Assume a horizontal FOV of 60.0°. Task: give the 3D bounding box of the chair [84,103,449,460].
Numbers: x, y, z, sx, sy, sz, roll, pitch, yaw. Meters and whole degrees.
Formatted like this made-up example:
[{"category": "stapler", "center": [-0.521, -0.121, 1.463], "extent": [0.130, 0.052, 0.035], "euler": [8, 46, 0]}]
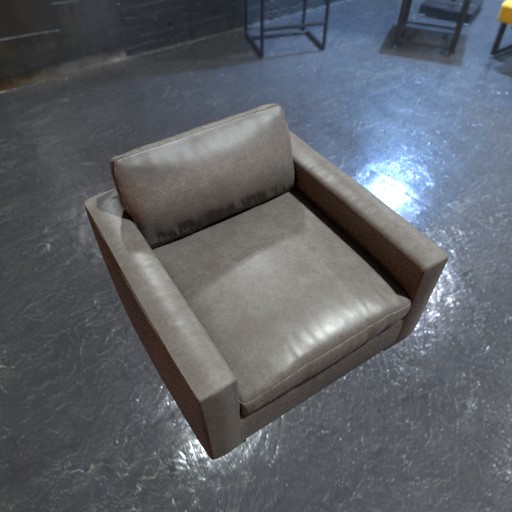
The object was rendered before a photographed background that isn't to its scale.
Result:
[{"category": "chair", "center": [0.000, 0.000, 1.866], "extent": [1.106, 0.807, 1.080], "euler": [-25, 52, -21]}]
